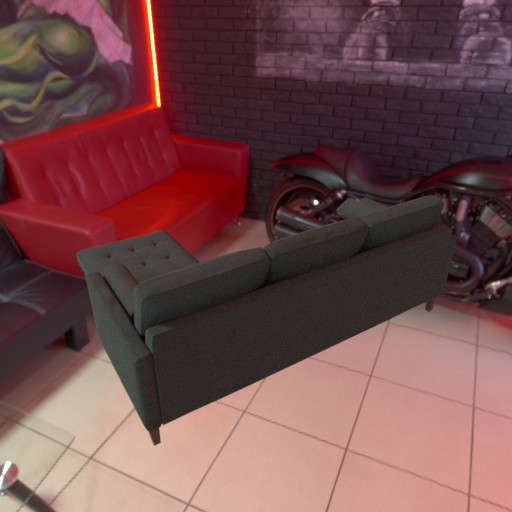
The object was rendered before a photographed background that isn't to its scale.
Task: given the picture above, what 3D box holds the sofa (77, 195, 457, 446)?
[{"bbox_3d":[0.000,0.000,3.001,2.178,0.876,1.506,-17,33,-28],"label":"sofa"}]
